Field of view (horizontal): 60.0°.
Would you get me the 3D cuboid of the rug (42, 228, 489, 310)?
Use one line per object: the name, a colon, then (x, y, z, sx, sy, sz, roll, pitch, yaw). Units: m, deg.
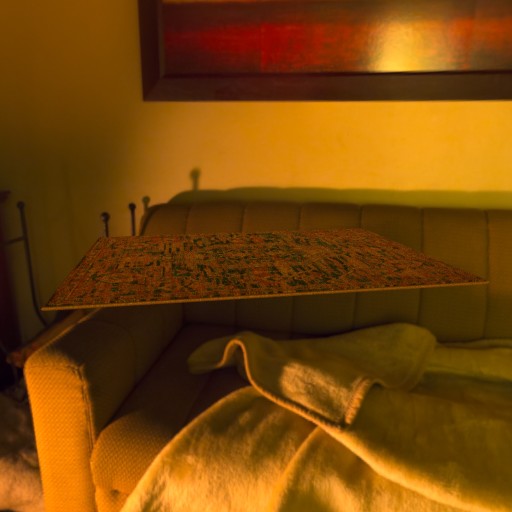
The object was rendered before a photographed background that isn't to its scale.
rug: (0.000, 0.000, 2.890, 2.204, 0.024, 1.588, -2, 14, -10)
